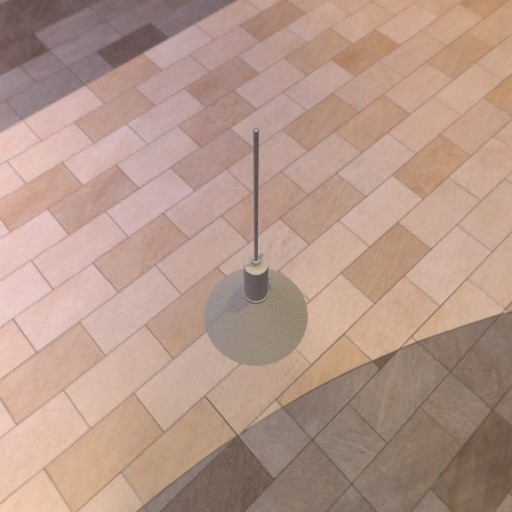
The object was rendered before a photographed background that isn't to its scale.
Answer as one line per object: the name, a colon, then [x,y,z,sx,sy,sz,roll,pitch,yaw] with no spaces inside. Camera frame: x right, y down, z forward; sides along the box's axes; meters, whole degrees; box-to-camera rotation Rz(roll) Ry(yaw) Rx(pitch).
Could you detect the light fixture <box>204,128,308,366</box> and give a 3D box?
light fixture: [0.000,0.000,0.849,0.267,0.683,0.267,1,63,1]
